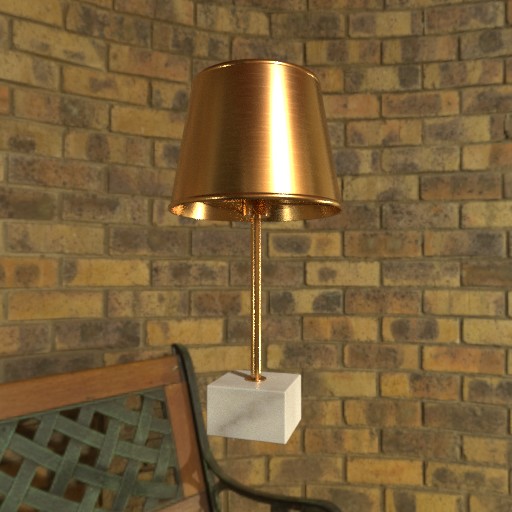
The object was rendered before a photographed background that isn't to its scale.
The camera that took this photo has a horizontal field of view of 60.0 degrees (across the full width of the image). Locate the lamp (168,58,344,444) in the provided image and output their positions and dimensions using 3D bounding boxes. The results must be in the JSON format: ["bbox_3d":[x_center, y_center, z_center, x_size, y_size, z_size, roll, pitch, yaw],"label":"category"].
[{"bbox_3d":[0.000,0.000,0.532,0.208,0.406,0.208,0,-2,0],"label":"lamp"}]
